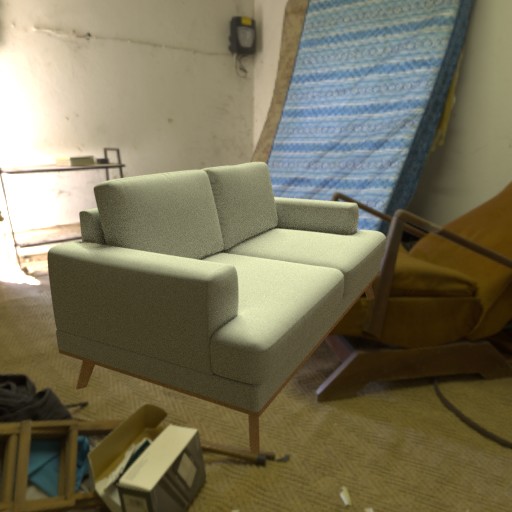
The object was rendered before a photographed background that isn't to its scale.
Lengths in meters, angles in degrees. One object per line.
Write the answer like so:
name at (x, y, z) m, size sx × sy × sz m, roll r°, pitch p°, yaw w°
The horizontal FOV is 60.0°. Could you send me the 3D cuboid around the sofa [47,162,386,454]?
sofa at (0.000, 0.000, 2.134) m, size 0.915 × 0.810 × 1.651 m, roll 8°, pitch 17°, yaw 27°
